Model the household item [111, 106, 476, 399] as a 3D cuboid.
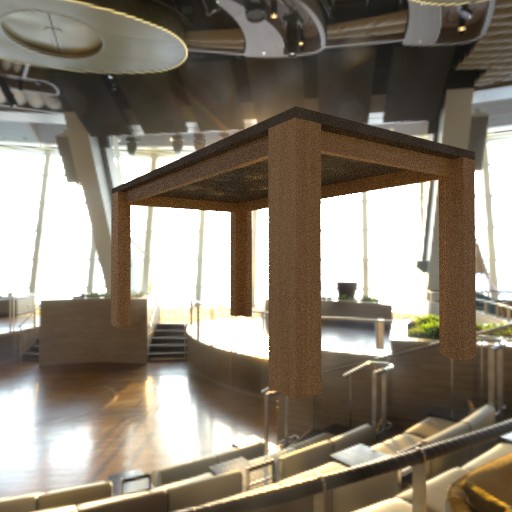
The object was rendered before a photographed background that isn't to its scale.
[{"bbox_3d":[0.000,0.000,2.040,0.850,0.755,1.600,0,-1,-34],"label":"household item"}]
